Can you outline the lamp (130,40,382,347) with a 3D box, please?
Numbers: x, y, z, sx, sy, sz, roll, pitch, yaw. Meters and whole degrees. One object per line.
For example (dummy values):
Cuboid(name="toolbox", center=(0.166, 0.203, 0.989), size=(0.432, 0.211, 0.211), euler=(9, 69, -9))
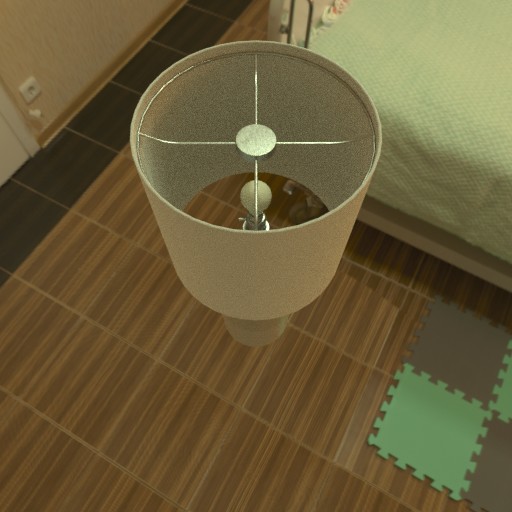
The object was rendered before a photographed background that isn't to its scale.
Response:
Cuboid(name="lamp", center=(0.000, 0.000, 0.594), size=(0.212, 0.493, 0.212), euler=(0, 63, 0))
